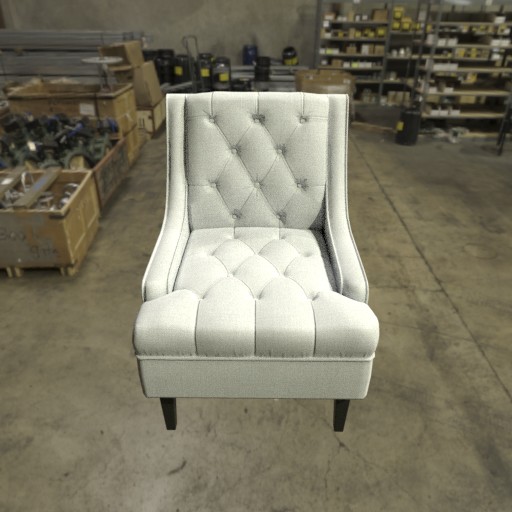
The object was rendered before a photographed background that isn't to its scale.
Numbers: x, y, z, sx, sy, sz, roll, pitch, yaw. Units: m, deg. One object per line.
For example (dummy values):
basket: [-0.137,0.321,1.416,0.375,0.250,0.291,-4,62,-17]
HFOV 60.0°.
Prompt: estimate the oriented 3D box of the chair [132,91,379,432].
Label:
chair: [0.000,0.000,1.430,0.658,0.891,0.772,0,30,1]
